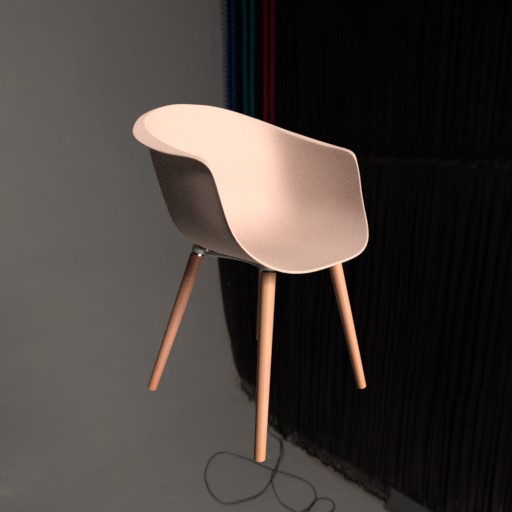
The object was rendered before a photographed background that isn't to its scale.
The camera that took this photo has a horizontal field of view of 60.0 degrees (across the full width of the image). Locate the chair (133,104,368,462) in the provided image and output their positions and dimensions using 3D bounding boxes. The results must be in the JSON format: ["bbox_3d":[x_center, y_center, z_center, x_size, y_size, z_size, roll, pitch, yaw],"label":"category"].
[{"bbox_3d":[0.000,0.000,1.173,0.504,0.781,0.593,15,21,43],"label":"chair"}]
